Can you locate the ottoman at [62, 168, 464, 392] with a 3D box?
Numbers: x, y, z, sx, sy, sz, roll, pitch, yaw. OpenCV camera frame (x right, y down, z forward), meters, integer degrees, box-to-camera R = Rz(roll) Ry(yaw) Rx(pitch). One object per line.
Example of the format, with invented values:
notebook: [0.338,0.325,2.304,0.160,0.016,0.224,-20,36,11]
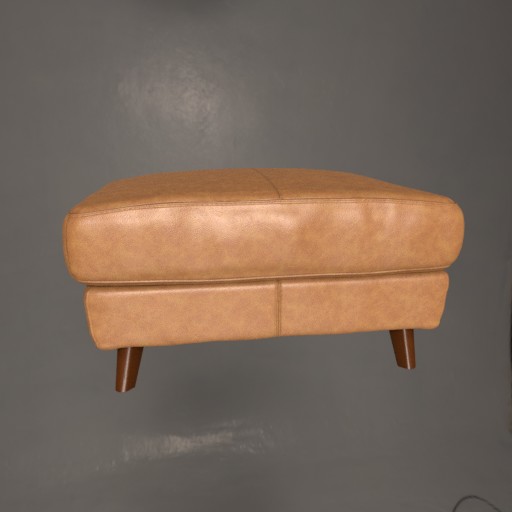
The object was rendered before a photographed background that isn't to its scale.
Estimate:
ottoman: [0.000,0.000,1.220,0.869,0.461,0.630,-2,15,-8]
